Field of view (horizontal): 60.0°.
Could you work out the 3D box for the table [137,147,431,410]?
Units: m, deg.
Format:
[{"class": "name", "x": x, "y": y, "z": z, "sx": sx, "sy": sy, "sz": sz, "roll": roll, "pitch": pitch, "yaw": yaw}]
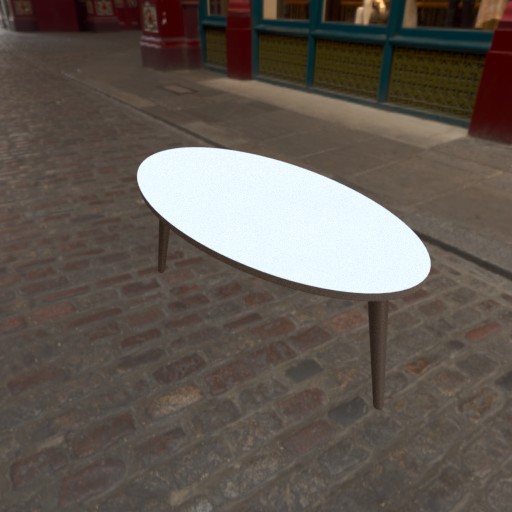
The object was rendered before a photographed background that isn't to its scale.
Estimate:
[{"class": "table", "x": 0.000, "y": 0.000, "z": 1.360, "sx": 0.542, "sy": 0.390, "sz": 1.083, "roll": -21, "pitch": 37, "yaw": -31}]
